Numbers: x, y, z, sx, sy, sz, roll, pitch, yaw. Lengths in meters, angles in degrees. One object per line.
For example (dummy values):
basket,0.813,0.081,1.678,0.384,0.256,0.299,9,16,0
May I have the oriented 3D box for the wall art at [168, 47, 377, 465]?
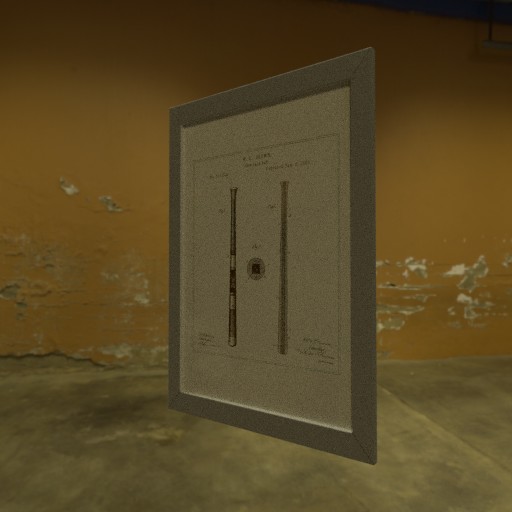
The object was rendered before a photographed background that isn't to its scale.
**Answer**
wall art,0.000,0.000,0.674,0.374,0.529,0.012,-1,-1,36
